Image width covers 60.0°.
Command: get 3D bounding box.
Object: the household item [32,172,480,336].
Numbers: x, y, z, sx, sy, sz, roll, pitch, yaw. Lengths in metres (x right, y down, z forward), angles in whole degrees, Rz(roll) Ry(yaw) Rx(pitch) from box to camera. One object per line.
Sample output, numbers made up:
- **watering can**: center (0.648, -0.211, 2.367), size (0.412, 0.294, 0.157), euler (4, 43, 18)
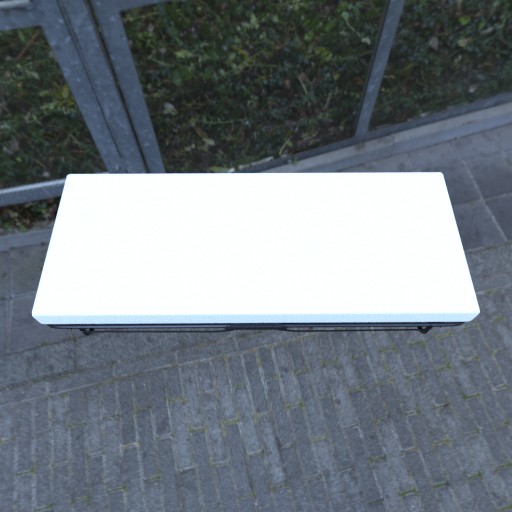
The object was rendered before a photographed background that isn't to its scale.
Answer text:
- **household item**: center (0.000, 0.000, 2.154), size (1.905, 0.356, 0.787), euler (0, 61, 0)
